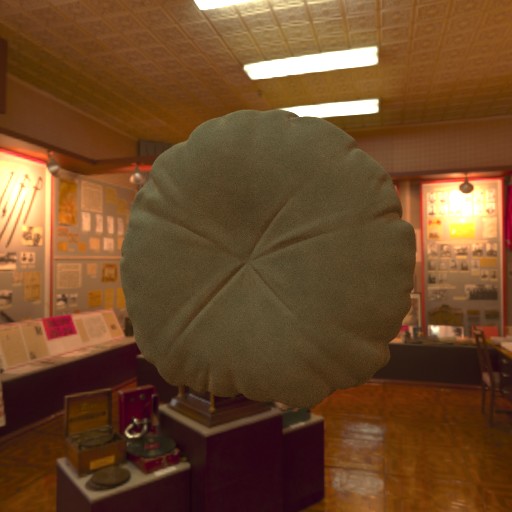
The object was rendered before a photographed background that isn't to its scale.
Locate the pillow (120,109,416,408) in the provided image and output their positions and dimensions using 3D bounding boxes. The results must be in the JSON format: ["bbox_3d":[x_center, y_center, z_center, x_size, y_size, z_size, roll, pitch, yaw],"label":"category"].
[{"bbox_3d":[0.000,0.000,0.631,0.428,0.407,0.148,0,-1,18],"label":"pillow"}]
